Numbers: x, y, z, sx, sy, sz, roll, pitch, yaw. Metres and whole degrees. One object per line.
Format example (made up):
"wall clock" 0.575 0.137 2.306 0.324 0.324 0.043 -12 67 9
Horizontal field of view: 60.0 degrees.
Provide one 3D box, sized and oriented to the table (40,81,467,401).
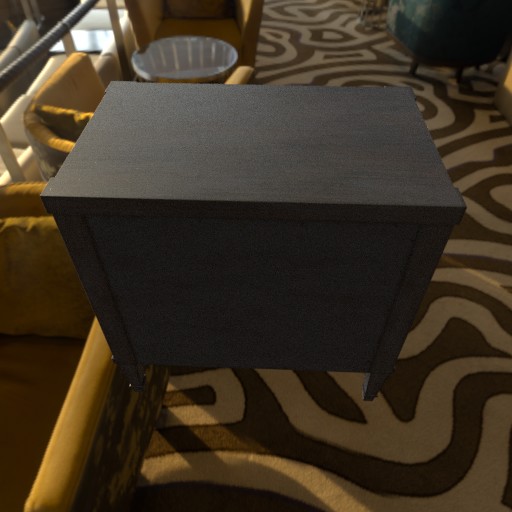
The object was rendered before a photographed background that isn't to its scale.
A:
"table" 0.000 0.000 1.062 0.660 0.660 0.413 2 46 2
